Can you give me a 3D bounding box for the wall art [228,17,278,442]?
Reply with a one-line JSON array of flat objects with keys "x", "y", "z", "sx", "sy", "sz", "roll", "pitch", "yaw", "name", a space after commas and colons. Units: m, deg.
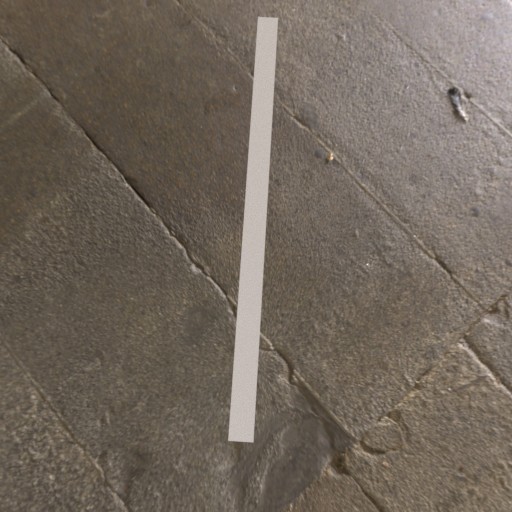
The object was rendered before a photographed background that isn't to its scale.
[{"x": 0.000, "y": 0.000, "z": 0.831, "sx": 0.028, "sy": 0.559, "sz": 0.559, "roll": 3, "pitch": 77, "yaw": 1, "name": "wall art"}]
